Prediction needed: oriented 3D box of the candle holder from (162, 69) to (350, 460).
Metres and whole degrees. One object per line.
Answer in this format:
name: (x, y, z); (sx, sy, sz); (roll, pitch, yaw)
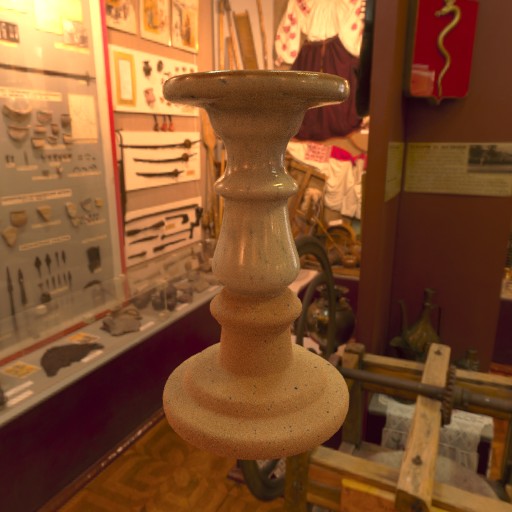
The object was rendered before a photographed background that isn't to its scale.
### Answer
candle holder: (0.000, 0.000, 0.275); (0.123, 0.202, 0.123); (0, 15, 0)
